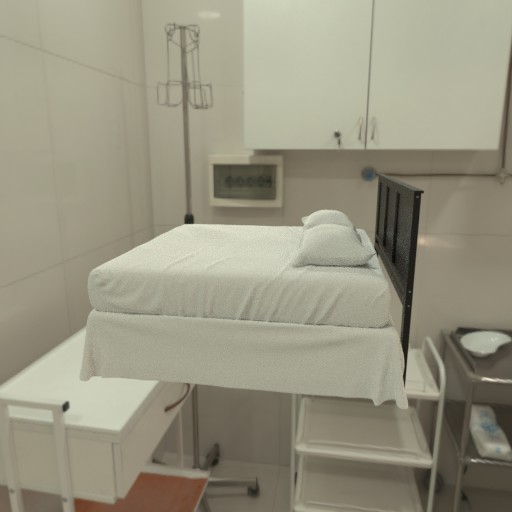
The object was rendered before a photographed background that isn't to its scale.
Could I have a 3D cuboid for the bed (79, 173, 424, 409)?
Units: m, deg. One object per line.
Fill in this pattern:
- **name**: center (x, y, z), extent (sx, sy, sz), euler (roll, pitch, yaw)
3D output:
- **bed**: center (0.000, 0.000, 3.692), extent (2.219, 1.271, 2.315), euler (2, 13, 9)
